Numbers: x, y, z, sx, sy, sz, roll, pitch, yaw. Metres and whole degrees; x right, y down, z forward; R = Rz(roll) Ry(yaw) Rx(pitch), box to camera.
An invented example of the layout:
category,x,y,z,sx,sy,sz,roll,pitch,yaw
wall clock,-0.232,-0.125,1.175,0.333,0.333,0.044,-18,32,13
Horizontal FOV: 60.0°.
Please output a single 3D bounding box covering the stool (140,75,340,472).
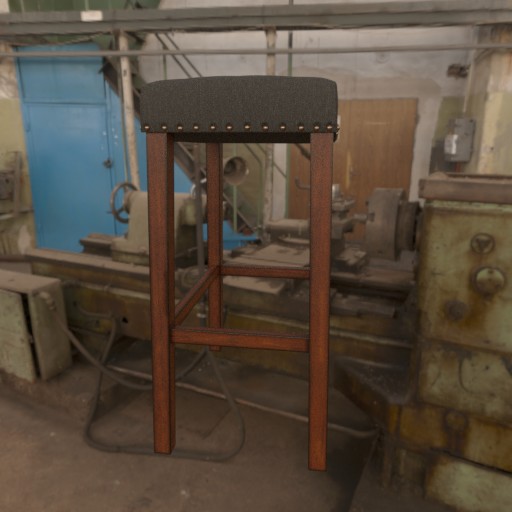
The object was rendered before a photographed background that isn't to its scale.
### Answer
category,x,y,z,sx,sy,sz,roll,pitch,yaw
stool,0.000,0.000,1.062,0.366,0.760,0.502,2,16,8
